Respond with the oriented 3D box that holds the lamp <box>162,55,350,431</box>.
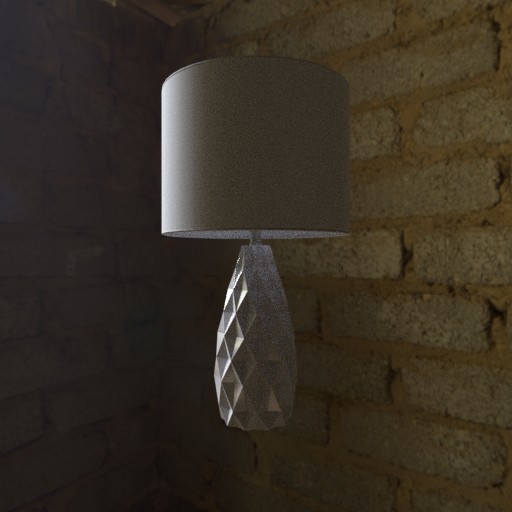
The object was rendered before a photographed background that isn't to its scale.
[{"bbox_3d":[0.000,0.000,0.714,0.297,0.522,0.297,0,0,0],"label":"lamp"}]
